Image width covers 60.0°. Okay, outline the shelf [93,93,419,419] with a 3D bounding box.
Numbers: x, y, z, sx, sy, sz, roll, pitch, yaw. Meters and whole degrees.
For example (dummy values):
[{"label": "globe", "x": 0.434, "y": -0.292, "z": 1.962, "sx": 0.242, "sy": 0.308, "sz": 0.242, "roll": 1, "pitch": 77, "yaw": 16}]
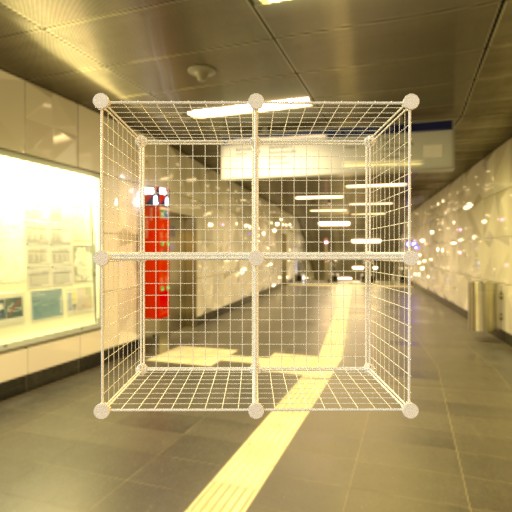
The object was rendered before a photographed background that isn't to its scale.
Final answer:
[{"label": "shelf", "x": 0.000, "y": 0.000, "z": 1.145, "sx": 0.711, "sy": 0.711, "sz": 0.356, "roll": 0, "pitch": 0, "yaw": 0}]
